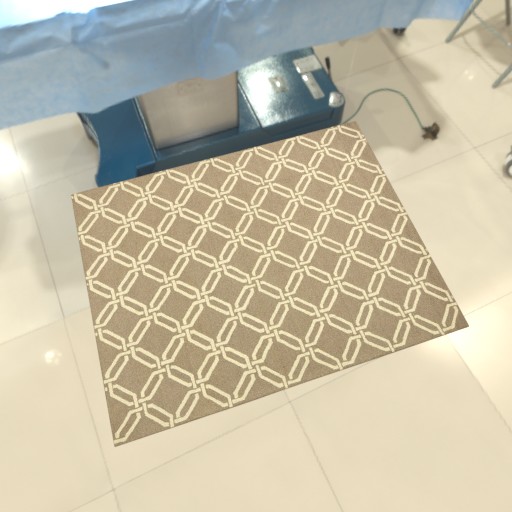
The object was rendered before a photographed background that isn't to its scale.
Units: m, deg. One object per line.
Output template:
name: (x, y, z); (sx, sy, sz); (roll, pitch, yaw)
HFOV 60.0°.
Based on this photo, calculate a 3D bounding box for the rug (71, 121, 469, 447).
rug: (0.000, 0.000, 3.869); (2.895, 0.018, 2.288); (-16, 65, -8)
